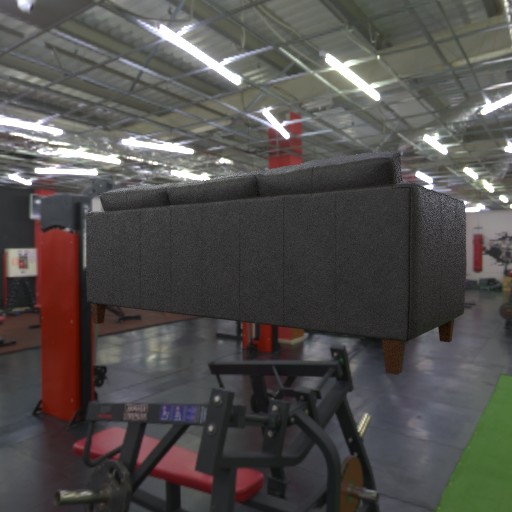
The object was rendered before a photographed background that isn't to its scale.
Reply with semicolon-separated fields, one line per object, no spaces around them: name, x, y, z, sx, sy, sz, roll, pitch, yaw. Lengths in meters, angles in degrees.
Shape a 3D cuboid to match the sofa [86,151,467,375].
sofa;0.000;0.000;2.999;2.464;1.006;1.045;0;1;37
